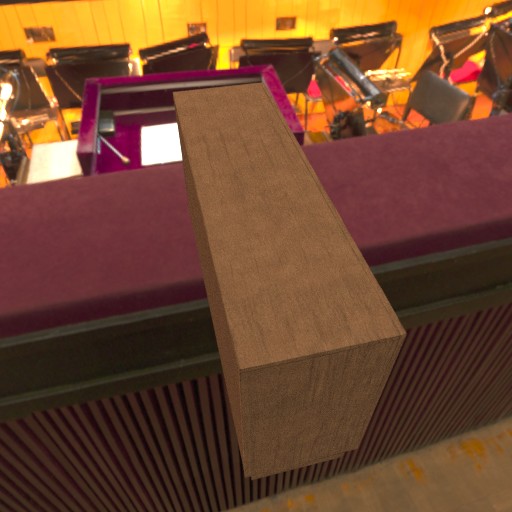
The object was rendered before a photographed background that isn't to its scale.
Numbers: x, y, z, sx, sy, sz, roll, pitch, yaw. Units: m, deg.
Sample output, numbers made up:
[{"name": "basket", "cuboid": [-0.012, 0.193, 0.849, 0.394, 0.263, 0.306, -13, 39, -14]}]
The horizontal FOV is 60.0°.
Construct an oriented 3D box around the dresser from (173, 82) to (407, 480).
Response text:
[{"name": "dresser", "cuboid": [0.000, 0.000, 2.072, 0.483, 0.889, 1.628, -10, 47, -9]}]
